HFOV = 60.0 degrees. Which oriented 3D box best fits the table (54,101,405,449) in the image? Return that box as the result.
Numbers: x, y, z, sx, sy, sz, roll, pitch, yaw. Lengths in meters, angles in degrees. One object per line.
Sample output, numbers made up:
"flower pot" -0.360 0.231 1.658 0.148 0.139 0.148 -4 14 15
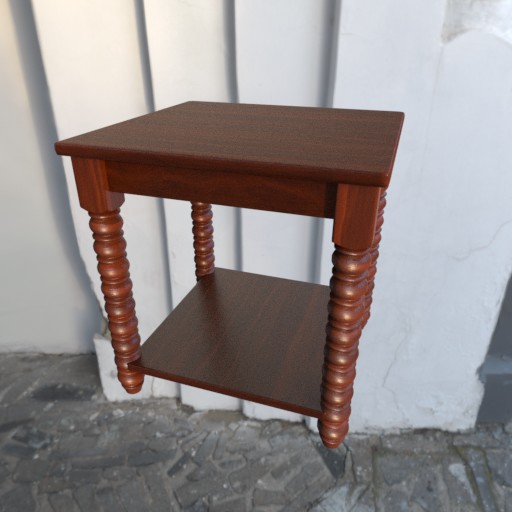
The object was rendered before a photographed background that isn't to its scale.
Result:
"table" 0.000 0.000 0.981 0.533 0.567 0.500 9 29 17
